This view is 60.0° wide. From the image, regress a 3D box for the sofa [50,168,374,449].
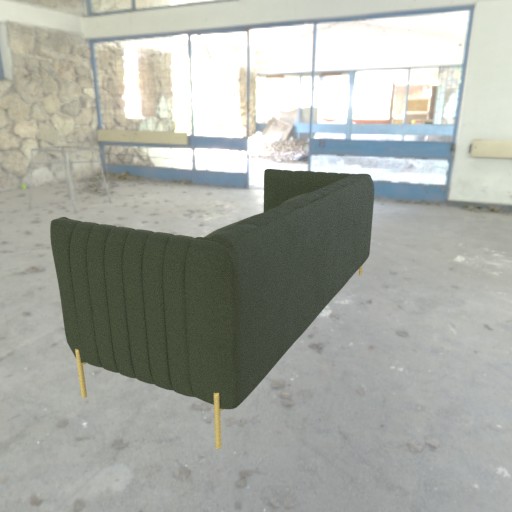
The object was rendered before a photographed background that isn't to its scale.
[{"bbox_3d":[0.000,0.000,2.577,0.896,0.793,2.137,9,19,26],"label":"sofa"}]
